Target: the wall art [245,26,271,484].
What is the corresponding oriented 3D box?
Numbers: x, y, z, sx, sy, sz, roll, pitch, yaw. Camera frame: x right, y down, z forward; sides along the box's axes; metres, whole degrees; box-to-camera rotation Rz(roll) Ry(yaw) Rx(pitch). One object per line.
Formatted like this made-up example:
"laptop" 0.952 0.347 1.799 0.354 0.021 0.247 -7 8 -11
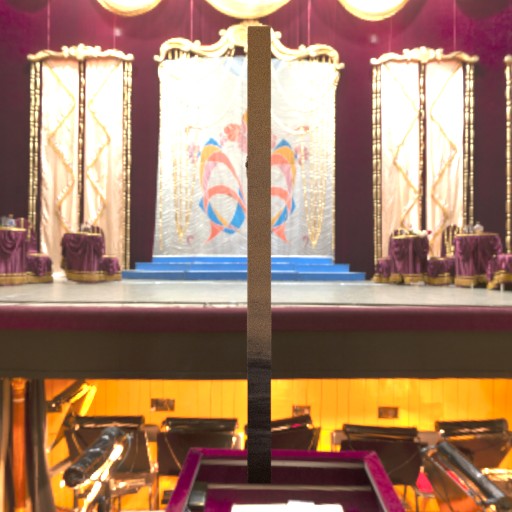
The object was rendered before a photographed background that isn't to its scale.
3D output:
"wall art" 0.000 0.000 0.986 0.041 0.710 0.608 0 0 -1
